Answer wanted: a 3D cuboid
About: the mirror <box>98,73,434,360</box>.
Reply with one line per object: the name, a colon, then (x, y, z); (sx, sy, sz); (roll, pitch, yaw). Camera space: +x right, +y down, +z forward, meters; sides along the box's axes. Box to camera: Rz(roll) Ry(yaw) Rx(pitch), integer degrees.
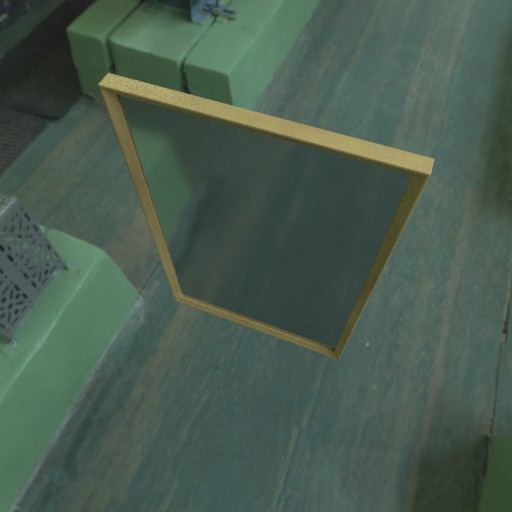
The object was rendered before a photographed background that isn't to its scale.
mirror: (0.000, 0.000, 1.159); (0.609, 0.915, 0.041); (18, 60, 11)
